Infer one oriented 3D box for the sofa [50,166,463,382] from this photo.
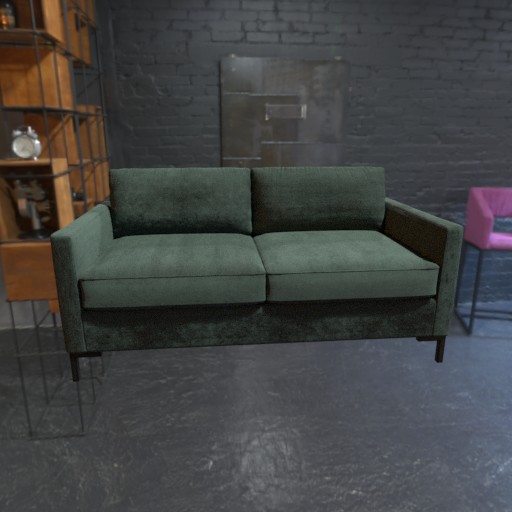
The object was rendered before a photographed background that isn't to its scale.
[{"bbox_3d":[0.000,0.000,2.190,1.676,0.817,0.875,-2,16,-5],"label":"sofa"}]
